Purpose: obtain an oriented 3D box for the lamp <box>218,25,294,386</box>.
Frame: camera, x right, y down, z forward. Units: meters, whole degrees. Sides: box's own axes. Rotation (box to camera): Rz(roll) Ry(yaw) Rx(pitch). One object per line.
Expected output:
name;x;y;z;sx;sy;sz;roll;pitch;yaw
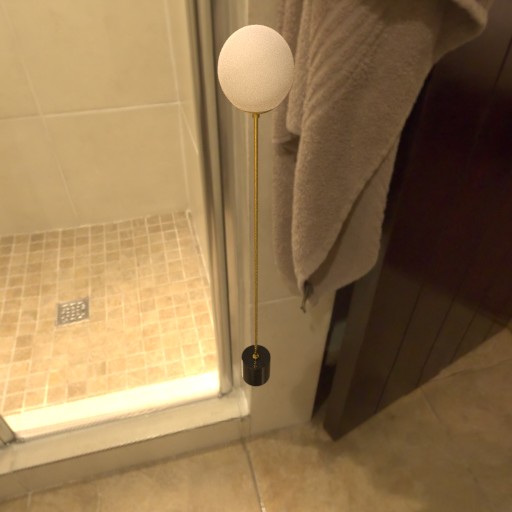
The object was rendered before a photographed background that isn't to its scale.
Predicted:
lamp;0.000;0.000;1.835;0.229;1.748;0.229;28;49;27
